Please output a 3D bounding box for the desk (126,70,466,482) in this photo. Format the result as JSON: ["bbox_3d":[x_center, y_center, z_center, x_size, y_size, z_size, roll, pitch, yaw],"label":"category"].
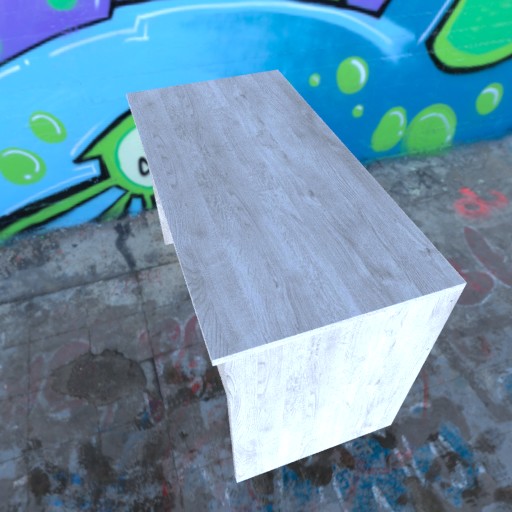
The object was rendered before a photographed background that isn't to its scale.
[{"bbox_3d":[0.000,0.000,1.497,0.560,0.730,1.100,-14,48,-13],"label":"desk"}]
